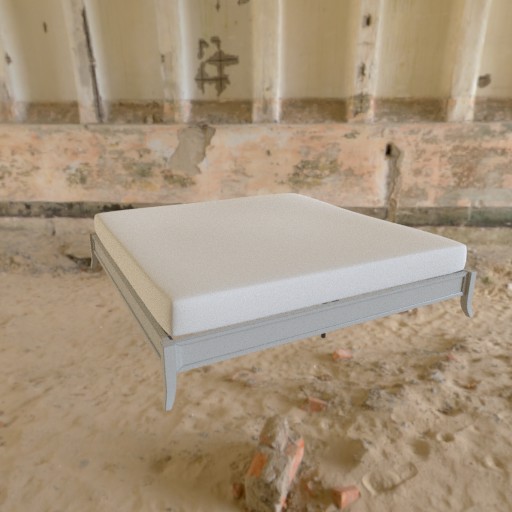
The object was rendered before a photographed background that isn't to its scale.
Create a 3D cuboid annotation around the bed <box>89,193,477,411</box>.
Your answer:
[{"bbox_3d":[0.000,0.000,3.176,2.007,0.510,2.108,-9,20,-26],"label":"bed"}]
